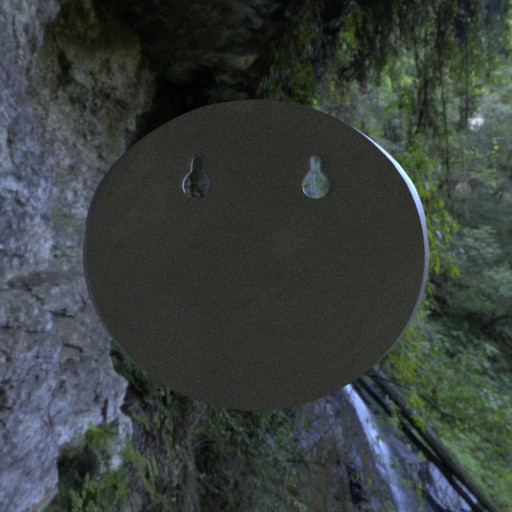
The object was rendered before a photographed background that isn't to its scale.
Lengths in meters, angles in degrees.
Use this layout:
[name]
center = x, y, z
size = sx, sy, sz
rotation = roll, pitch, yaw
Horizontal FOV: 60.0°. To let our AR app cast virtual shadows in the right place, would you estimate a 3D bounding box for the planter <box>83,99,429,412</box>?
[planter]
center = 0.000, 0.000, 0.268
size = 0.190, 0.164, 0.073
rotation = 0, -1, 0
